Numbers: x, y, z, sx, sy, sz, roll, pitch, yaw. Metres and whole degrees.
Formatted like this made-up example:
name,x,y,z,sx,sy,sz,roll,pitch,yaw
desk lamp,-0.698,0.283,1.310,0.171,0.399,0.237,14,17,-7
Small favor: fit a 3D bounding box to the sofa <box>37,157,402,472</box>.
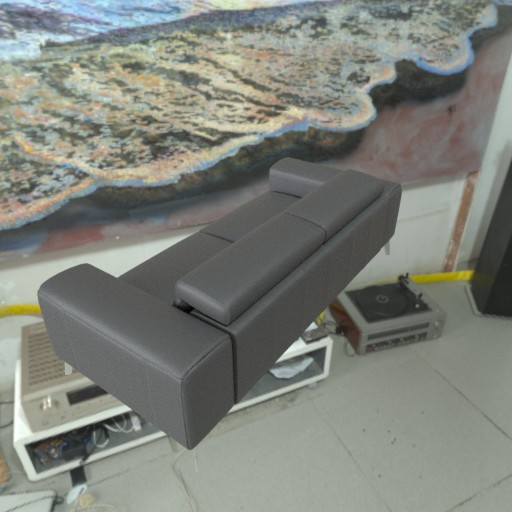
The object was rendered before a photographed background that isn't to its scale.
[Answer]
name,x,y,z,sx,sy,sz,roll,pitch,yaw
sofa,0.000,0.000,2.797,1.023,0.759,2.321,21,37,30
